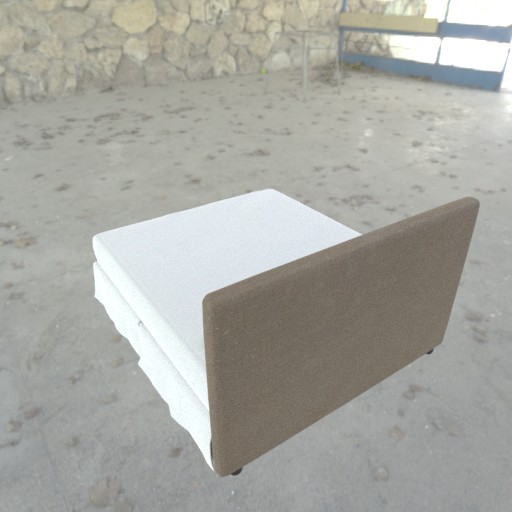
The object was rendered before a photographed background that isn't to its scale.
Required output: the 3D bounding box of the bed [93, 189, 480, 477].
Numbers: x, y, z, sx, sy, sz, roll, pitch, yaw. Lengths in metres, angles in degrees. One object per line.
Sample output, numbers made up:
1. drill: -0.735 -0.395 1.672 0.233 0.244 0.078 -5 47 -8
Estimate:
1. bed: 0.000 0.000 3.541 2.119 1.317 2.341 -19 35 -29
